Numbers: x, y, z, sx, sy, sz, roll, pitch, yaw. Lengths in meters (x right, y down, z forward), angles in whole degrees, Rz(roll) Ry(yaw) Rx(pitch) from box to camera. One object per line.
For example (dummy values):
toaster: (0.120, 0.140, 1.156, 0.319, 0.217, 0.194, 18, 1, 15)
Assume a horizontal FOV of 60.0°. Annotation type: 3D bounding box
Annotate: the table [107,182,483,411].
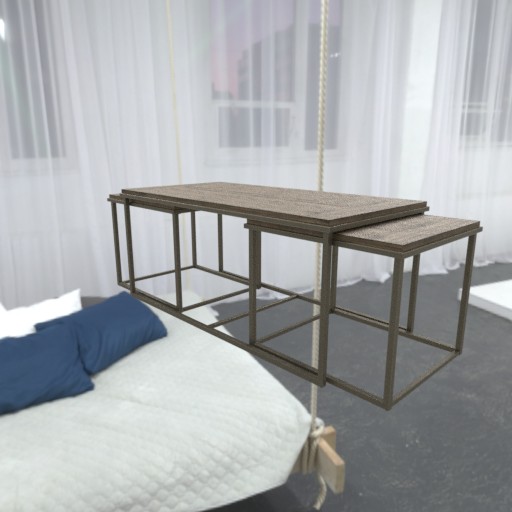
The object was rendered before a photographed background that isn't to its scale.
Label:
table: (0.000, 0.000, 1.544, 0.489, 0.427, 1.312, -13, 19, -42)
